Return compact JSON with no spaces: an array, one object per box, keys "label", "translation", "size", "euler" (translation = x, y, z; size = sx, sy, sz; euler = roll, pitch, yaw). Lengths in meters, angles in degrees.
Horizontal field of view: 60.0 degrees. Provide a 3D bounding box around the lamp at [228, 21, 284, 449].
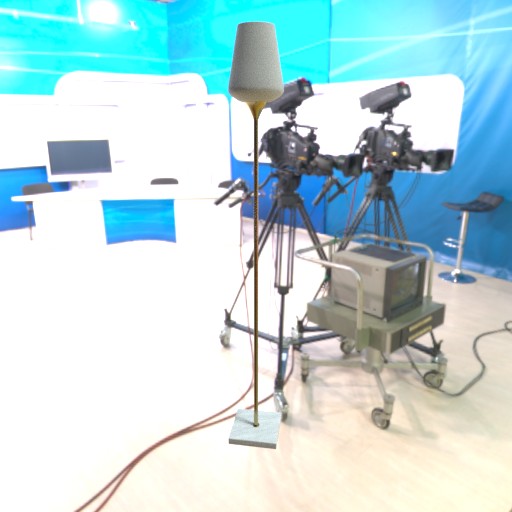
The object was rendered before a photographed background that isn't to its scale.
[{"label":"lamp","translation":[0.000,0.000,1.932],"size":[0.229,1.813,0.232],"euler":[3,17,9]}]
